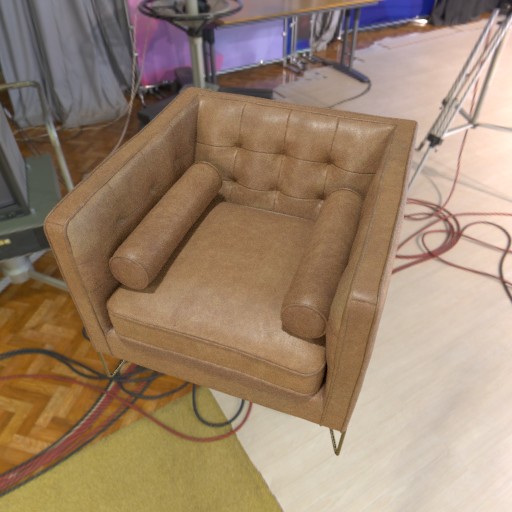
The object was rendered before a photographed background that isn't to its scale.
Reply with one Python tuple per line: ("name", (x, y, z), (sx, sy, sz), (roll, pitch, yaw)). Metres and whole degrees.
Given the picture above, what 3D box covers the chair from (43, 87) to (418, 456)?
("chair", (0.000, 0.000, 1.613), (0.920, 0.797, 0.912), (14, 45, 14))
